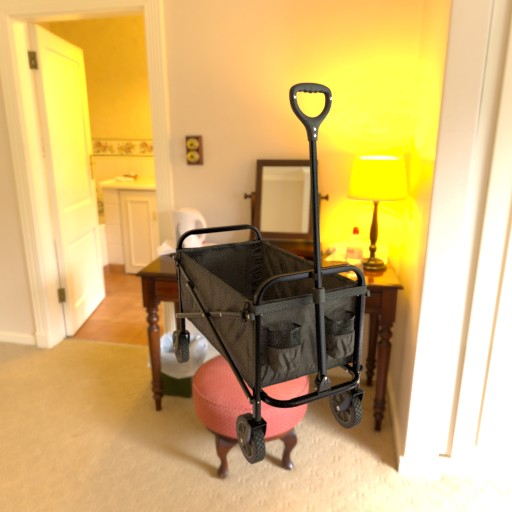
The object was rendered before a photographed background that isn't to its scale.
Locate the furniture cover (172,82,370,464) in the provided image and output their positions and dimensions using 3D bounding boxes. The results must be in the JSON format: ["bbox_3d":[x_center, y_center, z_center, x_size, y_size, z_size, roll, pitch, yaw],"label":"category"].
[{"bbox_3d":[0.000,0.000,1.863,0.532,1.295,1.038,-8,17,-26],"label":"furniture cover"}]
